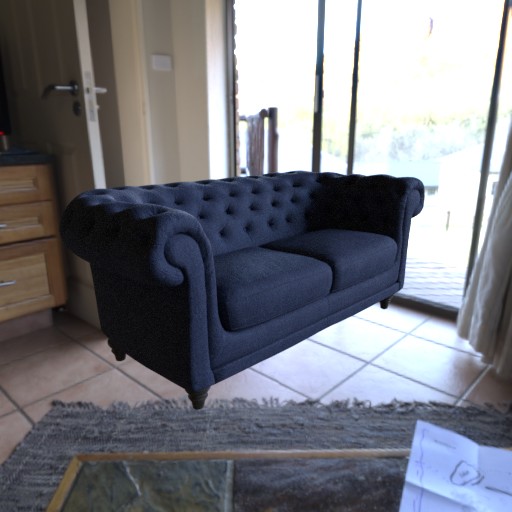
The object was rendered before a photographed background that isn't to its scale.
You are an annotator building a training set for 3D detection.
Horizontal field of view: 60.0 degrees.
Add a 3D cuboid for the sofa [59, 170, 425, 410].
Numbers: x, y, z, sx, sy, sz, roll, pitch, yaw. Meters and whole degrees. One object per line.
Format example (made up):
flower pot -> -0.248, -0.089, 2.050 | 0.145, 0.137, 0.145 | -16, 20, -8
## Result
sofa -> 0.000, 0.000, 2.484 | 1.082, 0.833, 1.988 | 15, 21, 43
